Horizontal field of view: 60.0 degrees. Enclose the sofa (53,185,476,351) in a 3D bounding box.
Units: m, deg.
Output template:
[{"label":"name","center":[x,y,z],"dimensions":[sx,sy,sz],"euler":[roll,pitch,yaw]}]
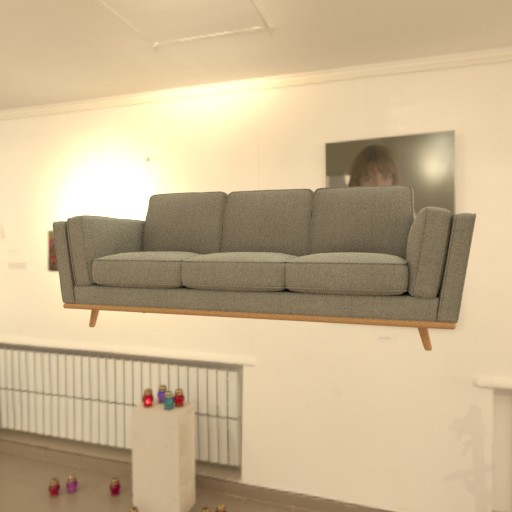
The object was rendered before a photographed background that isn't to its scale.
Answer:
[{"label":"sofa","center":[0.000,0.000,2.766],"dimensions":[2.362,0.899,0.903],"euler":[0,2,18]}]
